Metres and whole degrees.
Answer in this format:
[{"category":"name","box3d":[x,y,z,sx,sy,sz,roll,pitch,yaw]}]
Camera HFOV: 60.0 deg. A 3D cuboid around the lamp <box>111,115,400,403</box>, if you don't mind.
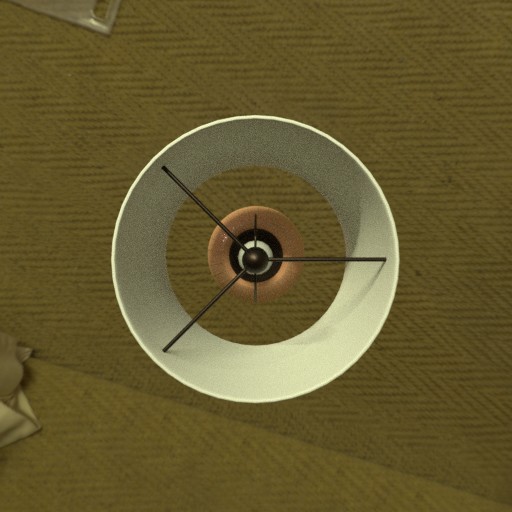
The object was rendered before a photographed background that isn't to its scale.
[{"category":"lamp","box3d":[0.000,0.000,0.774,0.329,0.570,0.329,0,91,0]}]
